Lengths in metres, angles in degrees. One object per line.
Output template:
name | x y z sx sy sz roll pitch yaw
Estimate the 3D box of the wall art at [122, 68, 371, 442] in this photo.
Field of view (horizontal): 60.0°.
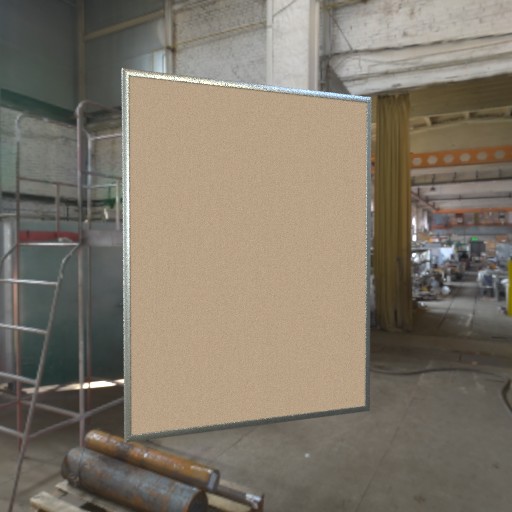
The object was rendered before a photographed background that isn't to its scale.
wall art | 0.000 0.000 1.398 0.803 1.062 0.041 0 1 -18
